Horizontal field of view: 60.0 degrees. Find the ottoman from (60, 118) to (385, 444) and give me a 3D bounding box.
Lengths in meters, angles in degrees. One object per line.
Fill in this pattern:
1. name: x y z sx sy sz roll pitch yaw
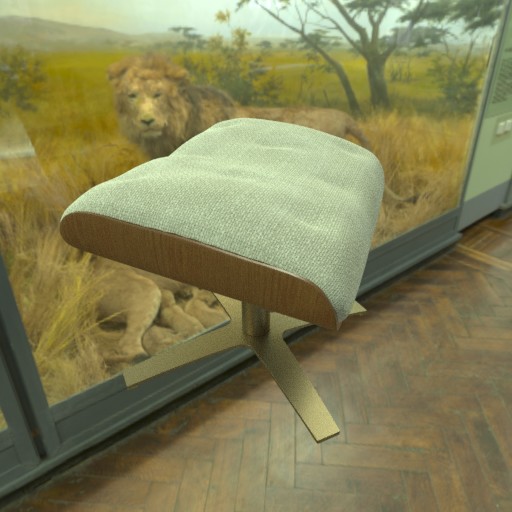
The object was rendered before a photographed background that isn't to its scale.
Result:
1. ottoman: 0.000 0.000 0.793 0.394 0.391 0.520 10 30 17
